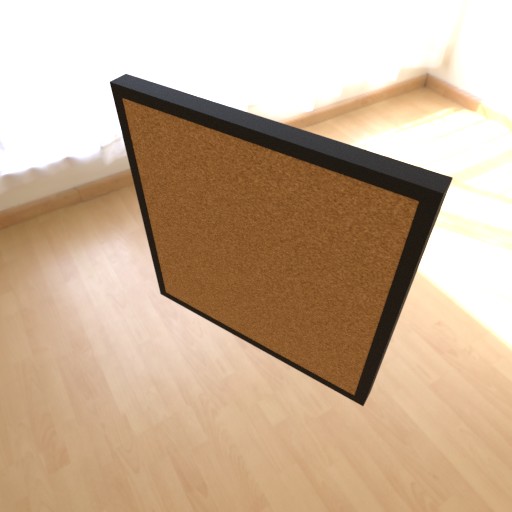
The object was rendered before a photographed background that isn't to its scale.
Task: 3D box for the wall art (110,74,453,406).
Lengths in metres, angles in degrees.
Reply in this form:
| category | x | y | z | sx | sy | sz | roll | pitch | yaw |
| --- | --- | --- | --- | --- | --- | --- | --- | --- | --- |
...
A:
| category | x | y | z | sx | sy | sz | roll | pitch | yaw |
| --- | --- | --- | --- | --- | --- | --- | --- | --- | --- |
| wall art | 0.000 | 0.000 | 0.765 | 0.506 | 0.503 | 0.036 | 25 | 51 | 22 |
